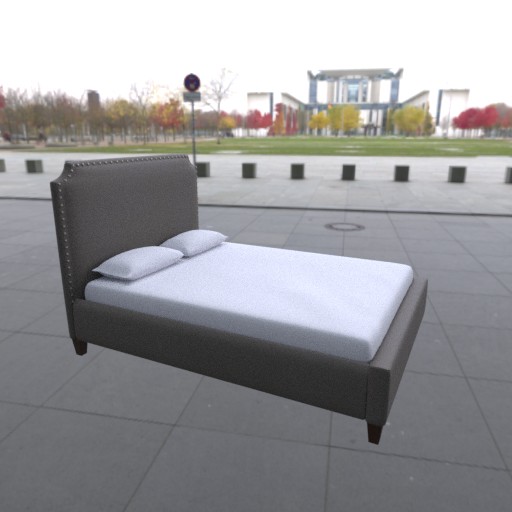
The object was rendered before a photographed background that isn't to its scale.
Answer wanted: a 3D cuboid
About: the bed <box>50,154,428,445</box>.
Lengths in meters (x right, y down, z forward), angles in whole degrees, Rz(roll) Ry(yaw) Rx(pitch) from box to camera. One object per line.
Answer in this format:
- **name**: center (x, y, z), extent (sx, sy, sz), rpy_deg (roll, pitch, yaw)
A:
- **bed**: center (0.000, 0.000, 3.409), extent (2.372, 1.443, 1.712), rpy_deg (8, 17, 26)
